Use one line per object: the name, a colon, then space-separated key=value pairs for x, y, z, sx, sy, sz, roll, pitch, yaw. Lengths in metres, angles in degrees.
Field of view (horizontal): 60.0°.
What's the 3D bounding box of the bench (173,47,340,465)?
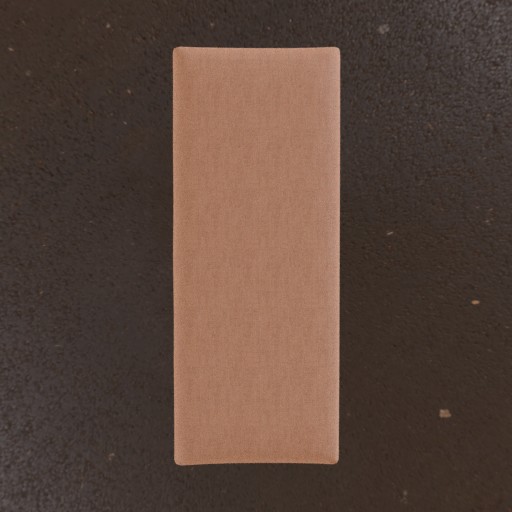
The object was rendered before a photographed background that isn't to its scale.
bench: x=0.000 y=0.000 z=1.244 sx=0.407 sy=0.456 sz=1.013 roll=0 pitch=91 yaw=0
